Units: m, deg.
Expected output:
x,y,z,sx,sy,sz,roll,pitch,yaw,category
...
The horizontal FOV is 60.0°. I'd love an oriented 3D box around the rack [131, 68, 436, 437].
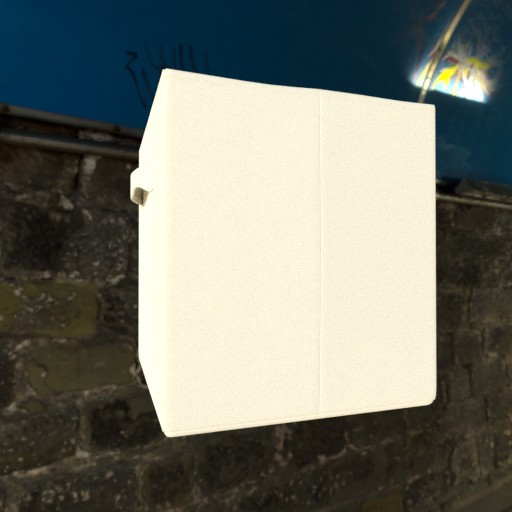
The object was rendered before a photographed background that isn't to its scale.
x,y,z,sx,sy,sz,roll,pitch,yaw,category
0.000,0.000,0.495,0.270,0.280,0.270,0,-1,-19,rack
